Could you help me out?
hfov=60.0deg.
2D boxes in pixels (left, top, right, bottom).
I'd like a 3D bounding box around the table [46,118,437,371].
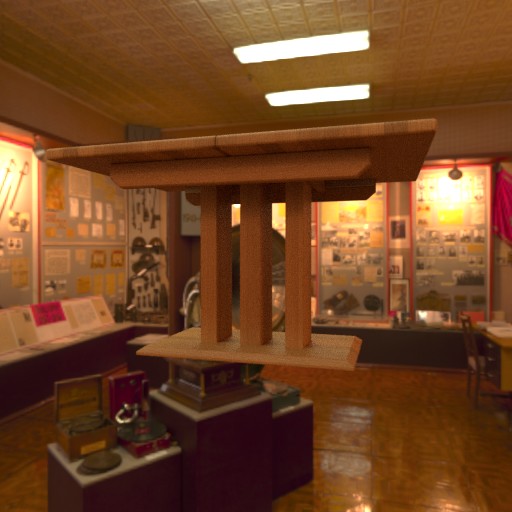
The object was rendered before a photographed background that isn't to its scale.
[{"bbox_3d":[0.000,0.000,1.828,1.300,0.770,0.900,0,1,17],"label":"table"}]
